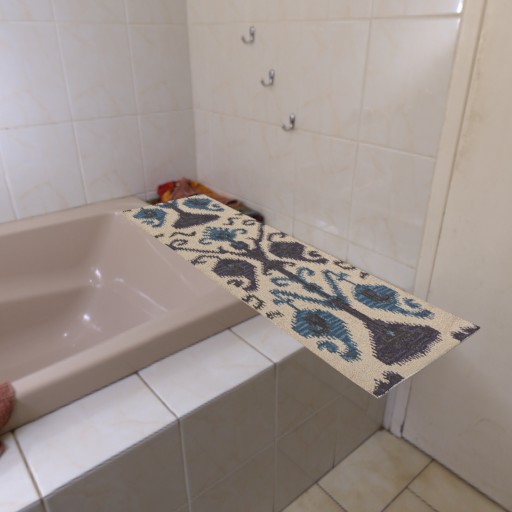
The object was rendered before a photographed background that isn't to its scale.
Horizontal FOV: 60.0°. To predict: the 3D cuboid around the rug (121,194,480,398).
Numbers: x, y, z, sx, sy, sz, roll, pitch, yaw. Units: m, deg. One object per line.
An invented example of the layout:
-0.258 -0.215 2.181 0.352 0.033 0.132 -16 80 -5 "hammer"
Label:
0.000 0.000 2.540 0.692 0.017 2.301 -19 32 -33 "rug"
